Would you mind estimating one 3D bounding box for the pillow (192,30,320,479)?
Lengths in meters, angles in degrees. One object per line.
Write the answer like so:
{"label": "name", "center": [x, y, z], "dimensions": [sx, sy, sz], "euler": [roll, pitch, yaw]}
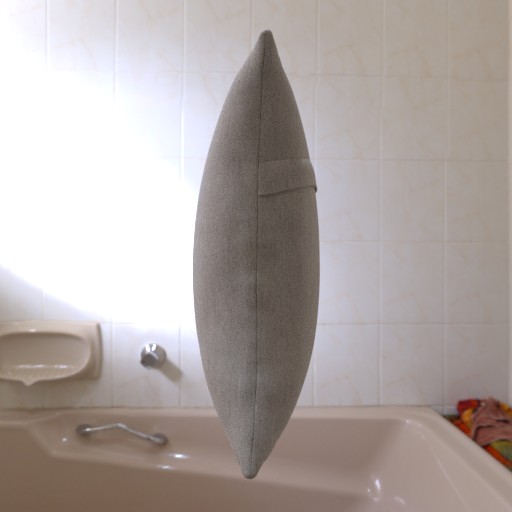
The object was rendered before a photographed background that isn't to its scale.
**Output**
{"label": "pillow", "center": [0.000, 0.000, 0.638], "dimensions": [0.173, 0.436, 0.433], "euler": [0, 0, 0]}
